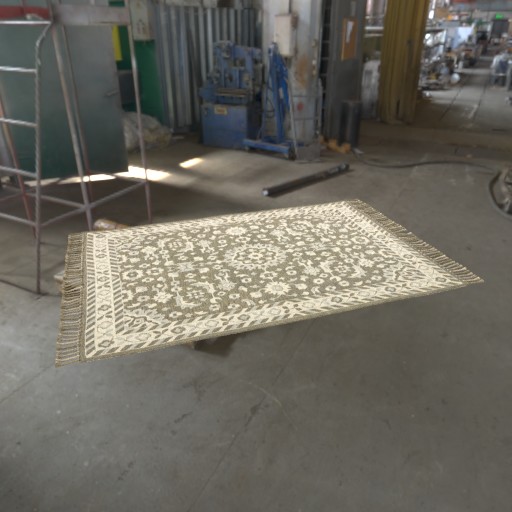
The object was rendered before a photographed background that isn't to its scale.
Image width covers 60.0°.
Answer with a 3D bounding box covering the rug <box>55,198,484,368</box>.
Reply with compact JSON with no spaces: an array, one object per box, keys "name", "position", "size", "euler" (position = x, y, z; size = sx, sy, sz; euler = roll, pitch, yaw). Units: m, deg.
[{"name":"rug","position":[0.000,0.000,2.978],"size":[2.431,0.025,1.530],"euler":[-9,29,-16]}]
